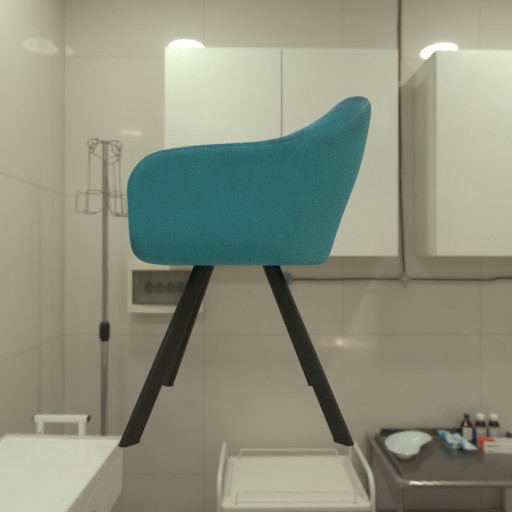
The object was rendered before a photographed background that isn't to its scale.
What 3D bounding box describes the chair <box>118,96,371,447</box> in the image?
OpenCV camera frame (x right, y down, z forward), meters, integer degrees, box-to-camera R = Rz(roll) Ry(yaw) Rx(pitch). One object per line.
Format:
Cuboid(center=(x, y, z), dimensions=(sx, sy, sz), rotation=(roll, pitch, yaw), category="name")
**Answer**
Cuboid(center=(0.000, 0.000, 1.136), dimensions=(0.570, 0.780, 0.540), rotation=(0, 0, -1), category="chair")
